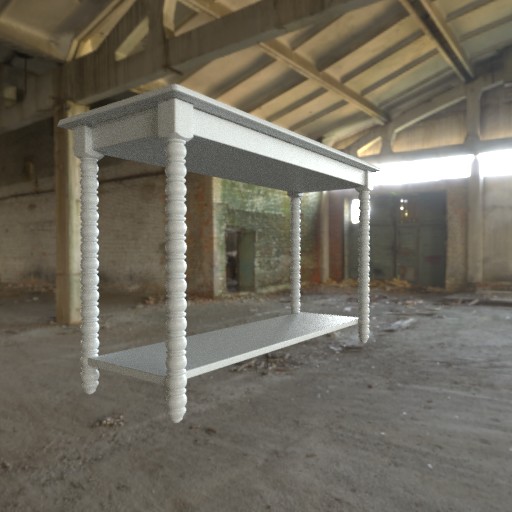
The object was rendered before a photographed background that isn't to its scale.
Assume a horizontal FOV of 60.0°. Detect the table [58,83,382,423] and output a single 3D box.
[{"bbox_3d":[0.000,0.000,1.533,0.459,0.740,1.184,1,1,36],"label":"table"}]
